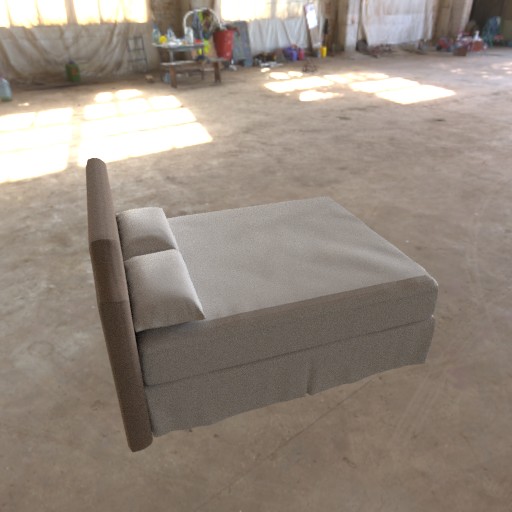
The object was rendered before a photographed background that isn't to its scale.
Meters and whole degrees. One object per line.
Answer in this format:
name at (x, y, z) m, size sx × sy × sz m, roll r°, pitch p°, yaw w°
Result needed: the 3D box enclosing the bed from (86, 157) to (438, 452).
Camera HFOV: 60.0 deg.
bed at (0.000, 0.000, 3.284) m, size 2.164 × 1.303 × 1.828 m, roll -10°, pitch 31°, yaw -16°
